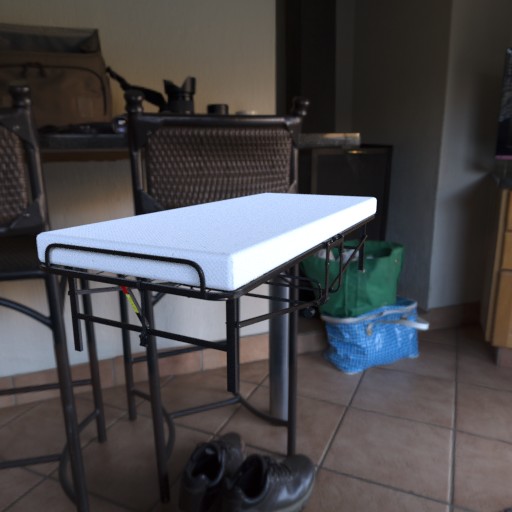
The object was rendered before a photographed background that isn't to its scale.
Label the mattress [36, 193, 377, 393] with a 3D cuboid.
[{"bbox_3d":[0.000,0.000,2.489,0.922,0.519,2.153,6,14,26],"label":"mattress"}]
